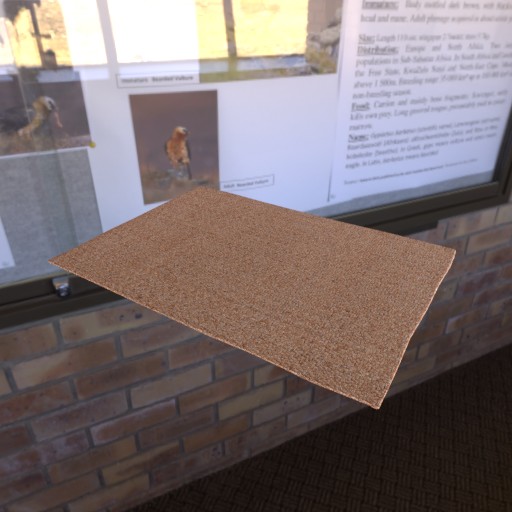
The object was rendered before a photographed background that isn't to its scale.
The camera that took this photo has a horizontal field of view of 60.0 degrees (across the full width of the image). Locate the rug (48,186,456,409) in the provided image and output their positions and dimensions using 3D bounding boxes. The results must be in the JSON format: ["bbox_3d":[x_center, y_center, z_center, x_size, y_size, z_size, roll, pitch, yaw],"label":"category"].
[{"bbox_3d":[0.000,0.000,2.812,2.141,0.013,1.566,17,34,28],"label":"rug"}]
